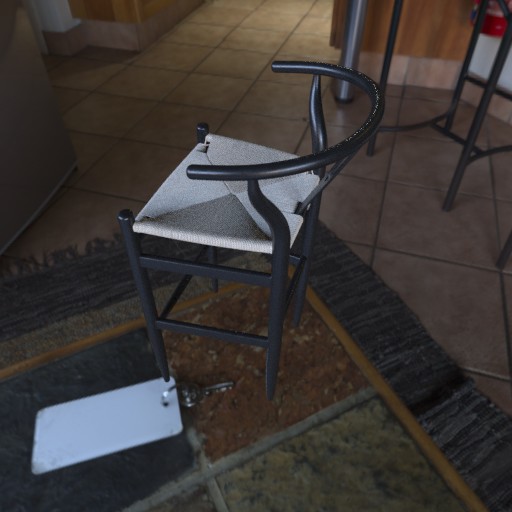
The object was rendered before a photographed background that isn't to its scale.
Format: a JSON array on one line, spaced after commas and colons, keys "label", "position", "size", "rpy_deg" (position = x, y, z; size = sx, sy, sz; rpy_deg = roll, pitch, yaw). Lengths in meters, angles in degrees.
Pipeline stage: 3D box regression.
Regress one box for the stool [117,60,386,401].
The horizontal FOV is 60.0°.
[{"label": "stool", "position": [0.000, 0.000, 1.383], "size": [0.579, 1.072, 0.569], "rpy_deg": [14, 47, 14]}]
